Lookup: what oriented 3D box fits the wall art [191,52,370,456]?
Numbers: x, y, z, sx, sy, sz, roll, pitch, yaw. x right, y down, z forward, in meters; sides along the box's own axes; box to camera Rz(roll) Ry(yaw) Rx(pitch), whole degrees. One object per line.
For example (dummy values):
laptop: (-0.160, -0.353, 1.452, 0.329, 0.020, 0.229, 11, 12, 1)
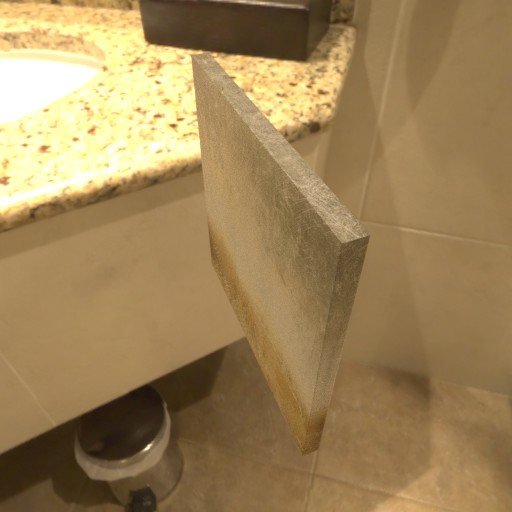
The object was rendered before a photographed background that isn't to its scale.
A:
wall art: (0.000, 0.000, 0.922, 0.038, 0.610, 0.610, -16, 47, -16)
